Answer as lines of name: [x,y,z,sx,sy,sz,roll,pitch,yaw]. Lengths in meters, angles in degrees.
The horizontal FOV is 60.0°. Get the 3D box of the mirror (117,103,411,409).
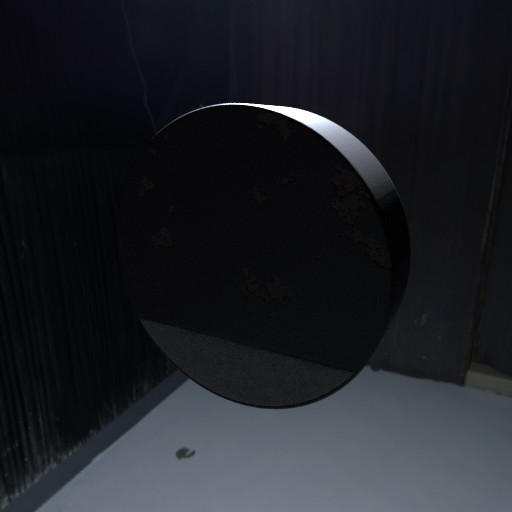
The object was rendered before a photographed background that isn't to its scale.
mirror: [0.000,0.000,0.599,0.386,0.386,0.126,9,18,27]
